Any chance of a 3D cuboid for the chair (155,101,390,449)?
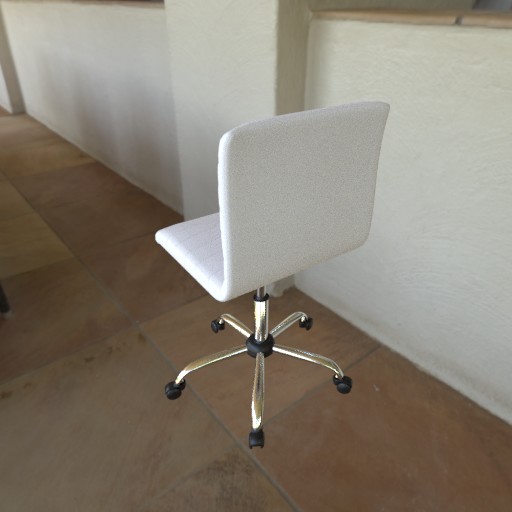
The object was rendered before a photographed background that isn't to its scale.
[{"bbox_3d":[0.000,0.000,1.078,0.520,0.750,0.455,-20,36,-30],"label":"chair"}]
